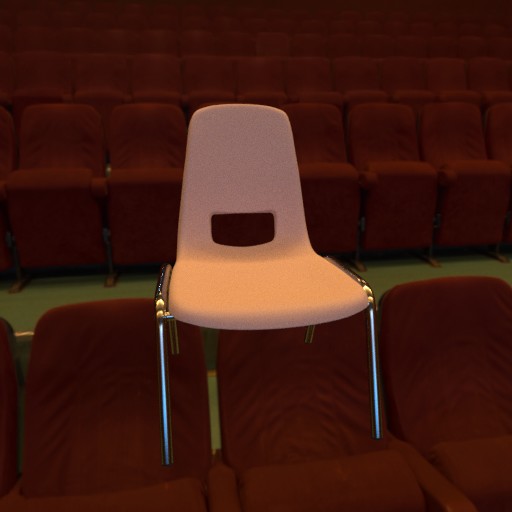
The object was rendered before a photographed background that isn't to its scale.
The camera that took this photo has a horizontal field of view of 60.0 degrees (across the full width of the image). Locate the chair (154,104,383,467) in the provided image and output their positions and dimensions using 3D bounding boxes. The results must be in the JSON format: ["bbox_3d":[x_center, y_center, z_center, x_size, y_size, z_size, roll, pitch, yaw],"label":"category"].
[{"bbox_3d":[0.000,0.000,0.796,0.354,0.537,0.385,-3,16,-10],"label":"chair"}]
